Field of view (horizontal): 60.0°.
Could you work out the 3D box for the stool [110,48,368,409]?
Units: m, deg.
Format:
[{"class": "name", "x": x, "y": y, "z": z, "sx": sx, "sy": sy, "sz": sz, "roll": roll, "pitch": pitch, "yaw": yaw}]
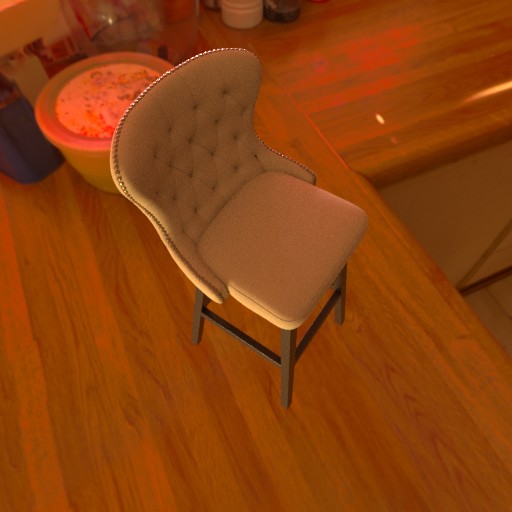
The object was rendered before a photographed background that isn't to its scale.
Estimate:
[{"class": "stool", "x": 0.000, "y": 0.000, "z": 1.421, "sx": 0.605, "sy": 1.066, "sz": 0.528, "roll": 31, "pitch": 63, "yaw": 18}]
